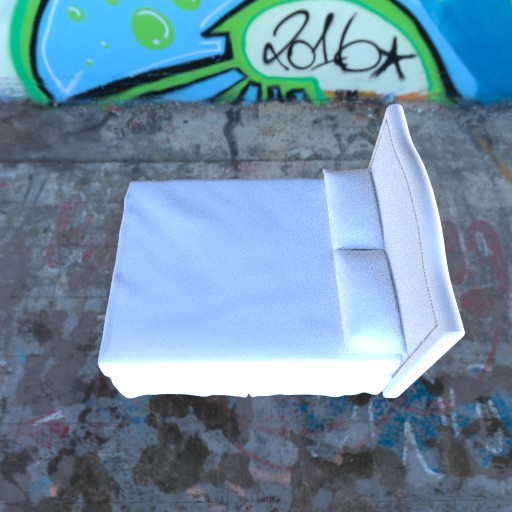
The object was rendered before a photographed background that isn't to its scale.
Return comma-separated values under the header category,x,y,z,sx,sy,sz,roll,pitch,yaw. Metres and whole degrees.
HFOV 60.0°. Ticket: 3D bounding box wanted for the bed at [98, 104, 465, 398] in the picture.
category,x,y,z,sx,sy,sz,roll,pitch,yaw
bed,0.000,0.000,3.240,2.143,1.460,1.753,-1,58,0
